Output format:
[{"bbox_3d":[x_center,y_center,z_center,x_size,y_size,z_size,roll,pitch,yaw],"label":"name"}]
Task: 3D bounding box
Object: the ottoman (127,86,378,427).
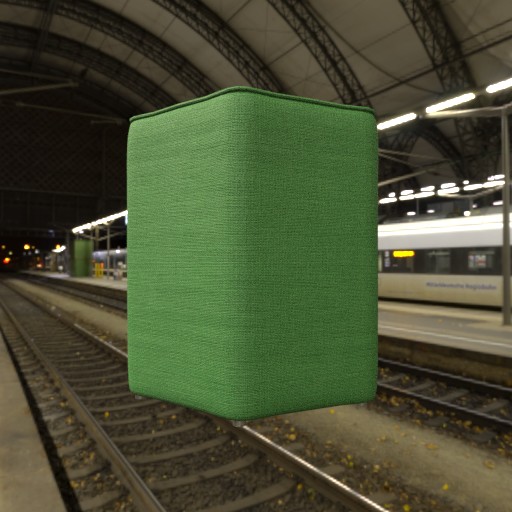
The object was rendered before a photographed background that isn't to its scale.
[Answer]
[{"bbox_3d":[0.000,0.000,0.883,0.499,0.507,0.444,-1,-1,36],"label":"ottoman"}]
